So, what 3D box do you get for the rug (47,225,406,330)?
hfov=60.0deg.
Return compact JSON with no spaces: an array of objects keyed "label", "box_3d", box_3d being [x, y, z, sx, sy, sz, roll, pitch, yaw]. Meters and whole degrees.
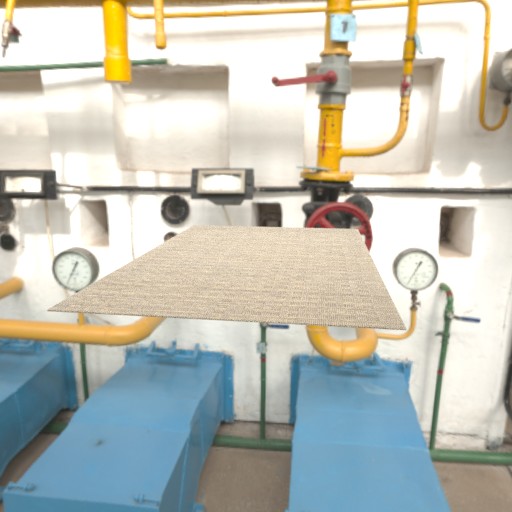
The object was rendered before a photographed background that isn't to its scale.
[{"label":"rug","box_3d":[0.000,0.000,2.227,1.142,0.006,1.752,2,13,8]}]
